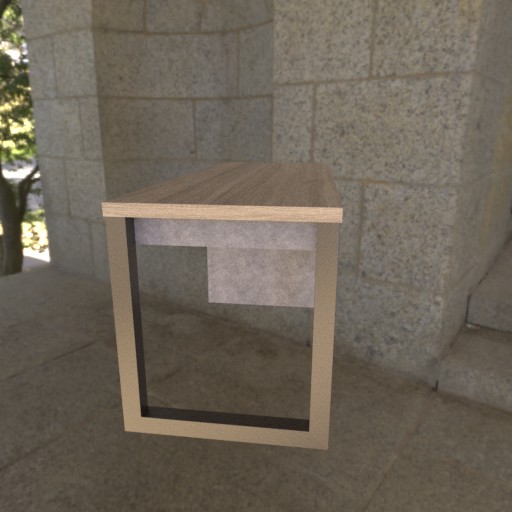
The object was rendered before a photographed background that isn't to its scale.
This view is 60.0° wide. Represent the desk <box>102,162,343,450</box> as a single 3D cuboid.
[{"bbox_3d":[0.000,0.000,2.109,0.690,0.760,1.700,2,16,8],"label":"desk"}]
